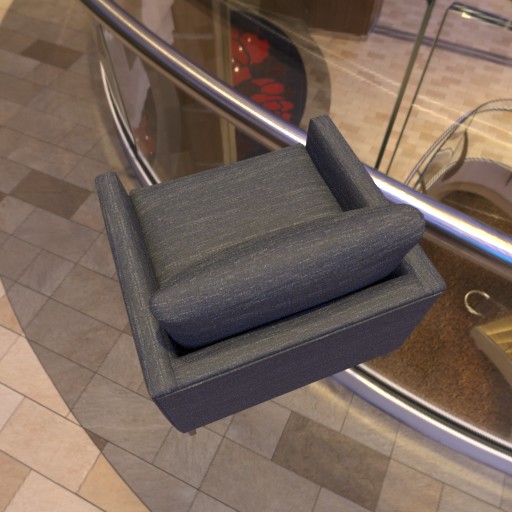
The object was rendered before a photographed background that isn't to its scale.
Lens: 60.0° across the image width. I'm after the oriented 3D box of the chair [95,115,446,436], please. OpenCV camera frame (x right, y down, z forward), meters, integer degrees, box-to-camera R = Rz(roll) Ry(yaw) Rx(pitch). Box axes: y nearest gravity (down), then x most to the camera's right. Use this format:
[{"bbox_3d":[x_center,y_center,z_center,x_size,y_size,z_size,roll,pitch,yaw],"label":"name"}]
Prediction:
[{"bbox_3d":[0.000,0.000,1.634,0.963,0.861,0.866,-18,59,-11],"label":"chair"}]
